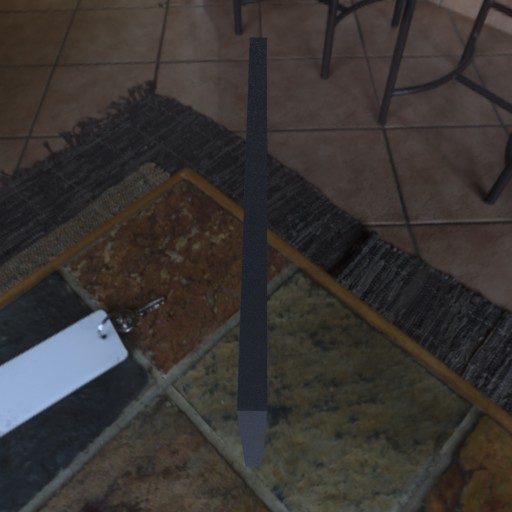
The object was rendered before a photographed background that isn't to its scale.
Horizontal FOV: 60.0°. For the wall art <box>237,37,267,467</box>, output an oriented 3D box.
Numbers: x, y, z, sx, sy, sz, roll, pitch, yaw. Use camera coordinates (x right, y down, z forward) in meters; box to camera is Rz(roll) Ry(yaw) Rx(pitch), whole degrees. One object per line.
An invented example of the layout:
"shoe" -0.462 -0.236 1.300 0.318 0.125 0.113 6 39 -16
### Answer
"wall art" 0.000 0.000 0.553 0.021 0.301 0.443 1 58 0
